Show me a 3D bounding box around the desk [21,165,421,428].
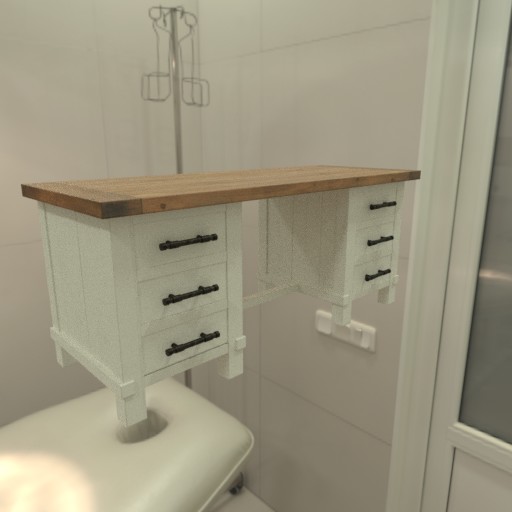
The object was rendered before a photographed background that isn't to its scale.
[{"bbox_3d":[0.000,0.000,2.136,1.803,0.760,0.688,-14,20,-42],"label":"desk"}]
